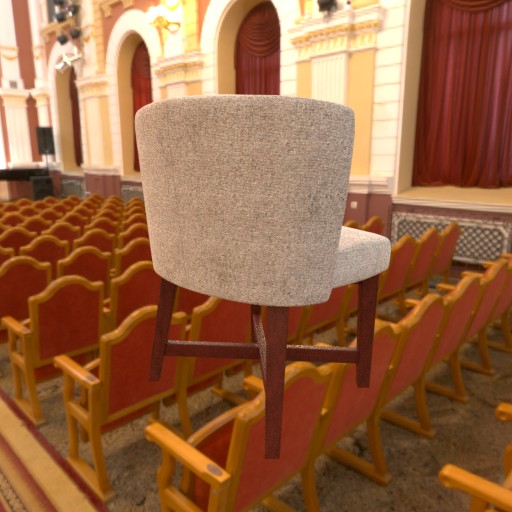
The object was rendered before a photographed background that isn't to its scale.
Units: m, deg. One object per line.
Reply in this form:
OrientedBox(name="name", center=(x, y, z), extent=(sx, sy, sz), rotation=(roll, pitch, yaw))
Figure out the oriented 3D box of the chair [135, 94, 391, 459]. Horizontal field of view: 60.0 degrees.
OrientedBox(name="chair", center=(0.000, 0.000, 1.285), extent=(0.575, 0.827, 0.728), rotation=(-12, 18, -43))
